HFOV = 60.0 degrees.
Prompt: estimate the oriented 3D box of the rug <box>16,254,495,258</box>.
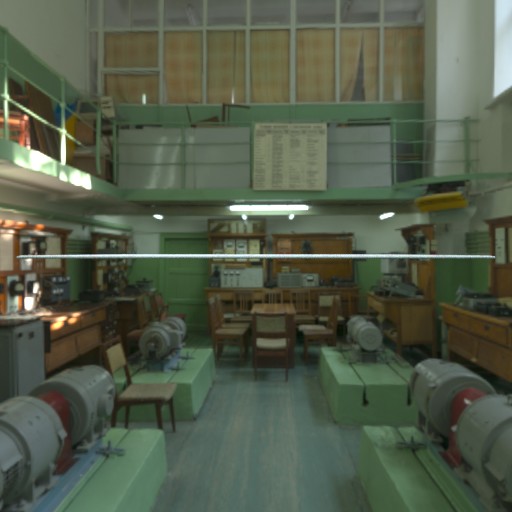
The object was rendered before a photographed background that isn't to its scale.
[{"bbox_3d":[0.000,0.000,2.830,2.202,0.014,1.598,0,0,0],"label":"rug"}]
